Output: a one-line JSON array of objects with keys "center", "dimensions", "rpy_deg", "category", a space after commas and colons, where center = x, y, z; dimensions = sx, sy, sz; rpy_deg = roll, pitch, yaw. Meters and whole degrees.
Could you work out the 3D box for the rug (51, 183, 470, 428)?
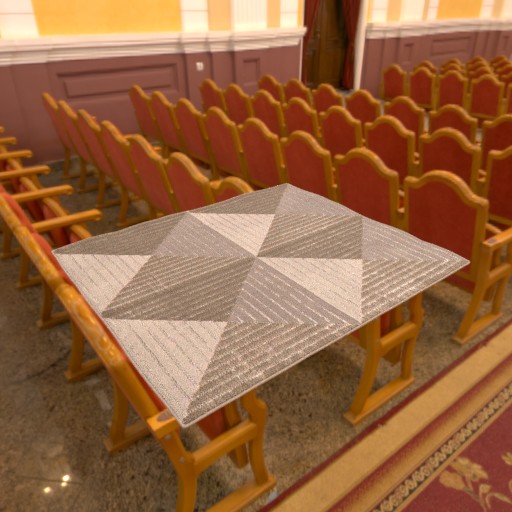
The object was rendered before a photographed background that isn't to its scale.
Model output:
[{"center": [0.000, 0.000, 0.881], "dimensions": [0.642, 0.008, 0.551], "rpy_deg": [-21, 36, -32], "category": "rug"}]
